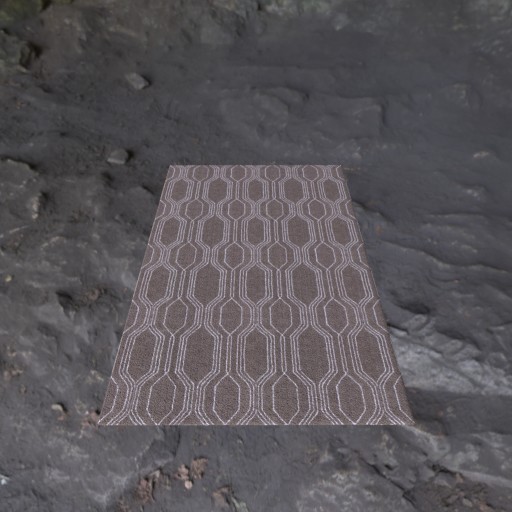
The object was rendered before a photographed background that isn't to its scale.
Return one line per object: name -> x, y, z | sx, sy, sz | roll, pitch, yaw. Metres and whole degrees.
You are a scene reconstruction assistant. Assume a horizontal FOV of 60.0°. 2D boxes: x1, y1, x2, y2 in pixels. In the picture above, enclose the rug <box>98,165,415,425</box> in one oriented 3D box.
rug -> 0.000, 0.000, 3.065 | 1.541, 0.012, 2.457 | 0, 42, 0
